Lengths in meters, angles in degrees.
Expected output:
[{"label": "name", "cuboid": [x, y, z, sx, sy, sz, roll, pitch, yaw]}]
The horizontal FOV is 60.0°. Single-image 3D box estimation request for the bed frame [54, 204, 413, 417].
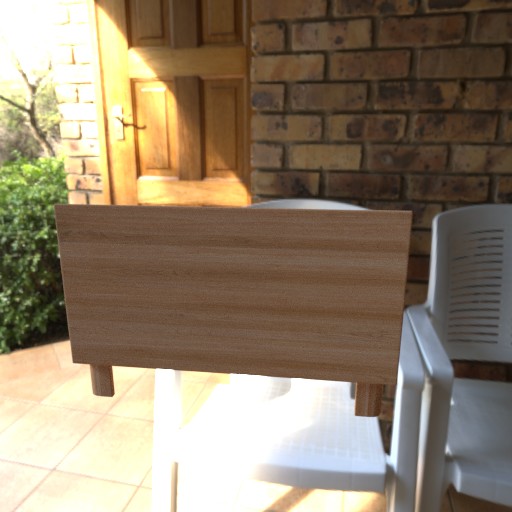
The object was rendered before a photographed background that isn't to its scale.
[{"label": "bed frame", "cuboid": [0.000, 0.000, 2.861, 1.472, 0.940, 1.992, 2, 15, 7]}]
